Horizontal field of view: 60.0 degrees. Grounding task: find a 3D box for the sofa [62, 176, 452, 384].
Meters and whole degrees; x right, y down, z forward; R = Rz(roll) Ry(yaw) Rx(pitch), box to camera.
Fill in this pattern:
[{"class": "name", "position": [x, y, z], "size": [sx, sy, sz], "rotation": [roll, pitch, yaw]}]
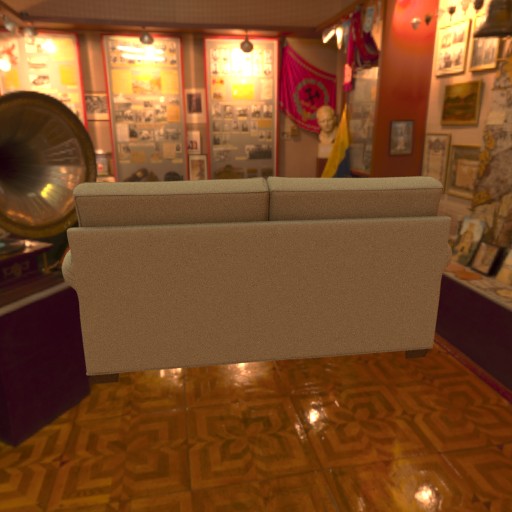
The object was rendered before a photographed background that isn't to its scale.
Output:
[{"class": "sofa", "position": [0.000, 0.000, 2.497], "size": [1.930, 0.952, 0.940], "rotation": [-2, 17, -8]}]
